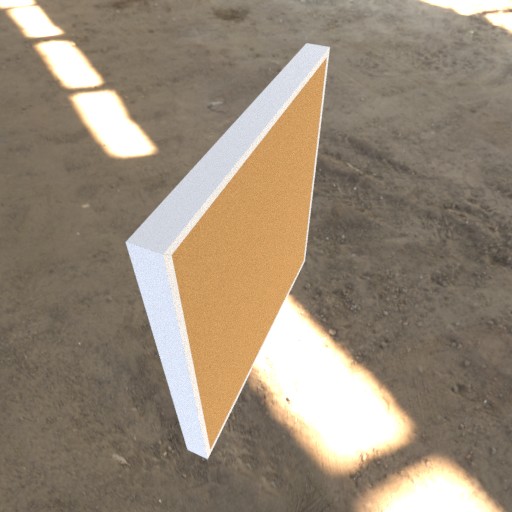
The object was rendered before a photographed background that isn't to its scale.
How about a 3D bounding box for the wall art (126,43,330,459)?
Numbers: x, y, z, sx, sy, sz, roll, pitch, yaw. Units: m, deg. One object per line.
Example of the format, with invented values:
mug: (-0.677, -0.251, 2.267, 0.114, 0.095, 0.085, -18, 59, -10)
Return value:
wall art: (0.000, 0.000, 0.447, 0.024, 0.304, 0.304, 17, 49, 16)
